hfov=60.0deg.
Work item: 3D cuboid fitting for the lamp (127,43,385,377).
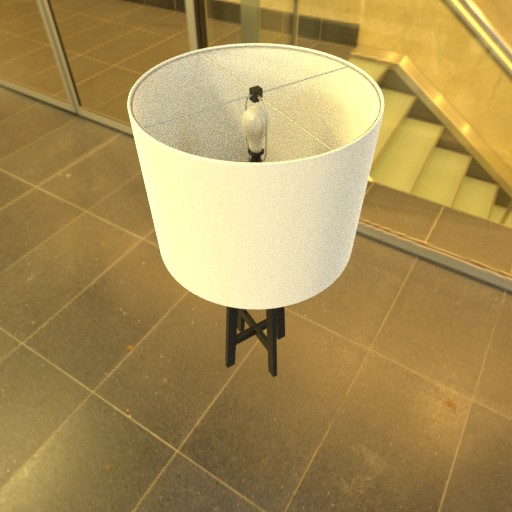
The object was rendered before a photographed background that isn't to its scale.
[{"bbox_3d":[0.000,0.000,0.625,0.257,0.489,0.257,9,47,9],"label":"lamp"}]
